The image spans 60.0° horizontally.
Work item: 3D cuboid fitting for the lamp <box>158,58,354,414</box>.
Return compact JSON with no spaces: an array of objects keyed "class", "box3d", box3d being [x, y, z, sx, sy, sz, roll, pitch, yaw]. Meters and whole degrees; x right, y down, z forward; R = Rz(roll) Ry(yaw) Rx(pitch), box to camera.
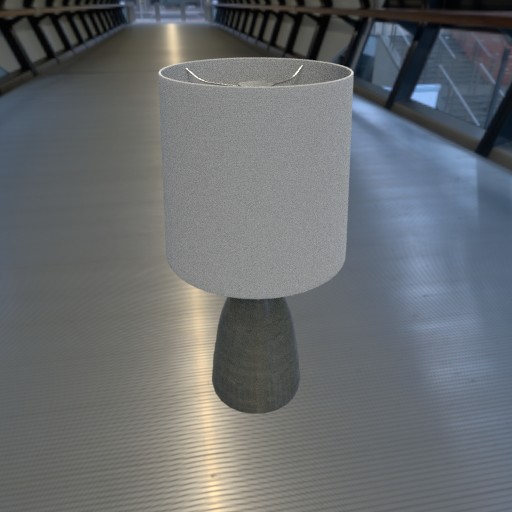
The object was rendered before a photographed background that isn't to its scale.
[{"class":"lamp","box3d":[0.000,0.000,0.472,0.186,0.369,0.186,0,31,0]}]
